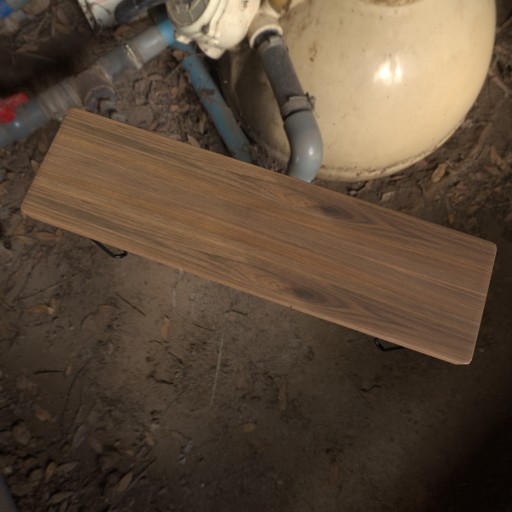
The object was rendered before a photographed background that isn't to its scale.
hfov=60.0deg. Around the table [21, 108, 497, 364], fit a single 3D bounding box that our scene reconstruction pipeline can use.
[{"bbox_3d":[0.000,0.000,1.899,1.570,0.834,0.425,19,77,4],"label":"table"}]
